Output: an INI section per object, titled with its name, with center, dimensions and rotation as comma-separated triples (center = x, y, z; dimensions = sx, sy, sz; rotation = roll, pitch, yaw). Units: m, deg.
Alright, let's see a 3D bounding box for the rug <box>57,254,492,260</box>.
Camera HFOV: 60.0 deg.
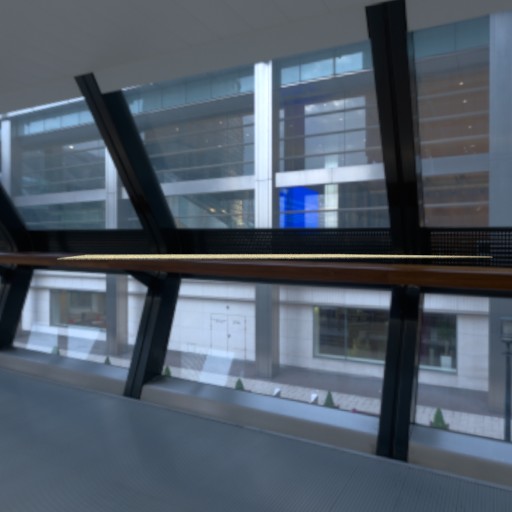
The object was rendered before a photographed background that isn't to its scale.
[rug]
center = 0.000, 0.000, 4.230
dimensions = 3.201, 0.014, 2.437
rotation = 0, 1, -17
